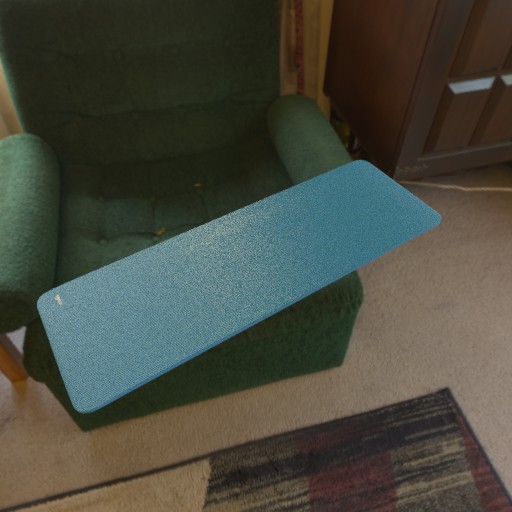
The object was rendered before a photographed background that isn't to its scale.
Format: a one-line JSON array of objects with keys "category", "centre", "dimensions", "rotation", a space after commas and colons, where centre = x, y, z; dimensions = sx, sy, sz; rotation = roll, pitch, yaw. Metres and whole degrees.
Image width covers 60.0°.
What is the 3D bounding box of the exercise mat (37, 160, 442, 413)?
[{"category": "exercise mat", "centre": [0.000, 0.000, 2.054], "dimensions": [1.869, 0.021, 0.616], "rotation": [-25, 53, -21]}]
